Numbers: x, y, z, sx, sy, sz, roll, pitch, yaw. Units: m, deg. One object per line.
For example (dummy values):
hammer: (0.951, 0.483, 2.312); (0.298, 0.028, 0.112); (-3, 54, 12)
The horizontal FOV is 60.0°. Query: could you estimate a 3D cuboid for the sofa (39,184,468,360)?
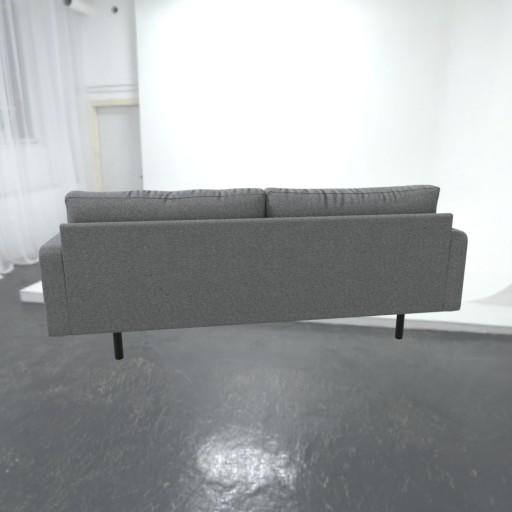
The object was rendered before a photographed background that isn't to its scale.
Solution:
sofa: (0.000, 0.000, 2.685); (2.200, 0.880, 0.880); (-2, 15, -9)
